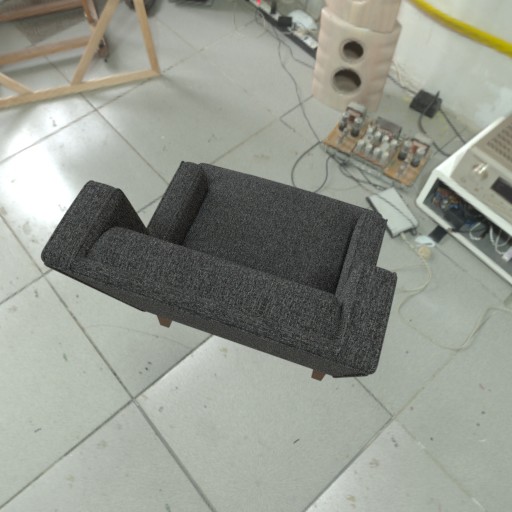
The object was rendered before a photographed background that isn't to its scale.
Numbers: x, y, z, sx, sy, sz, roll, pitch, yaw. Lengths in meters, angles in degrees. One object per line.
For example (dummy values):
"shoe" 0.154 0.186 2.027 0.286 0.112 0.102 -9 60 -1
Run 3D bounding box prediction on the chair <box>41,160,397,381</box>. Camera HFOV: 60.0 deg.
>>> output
"chair" 0.000 0.000 1.792 0.942 1.082 0.927 17 64 9
